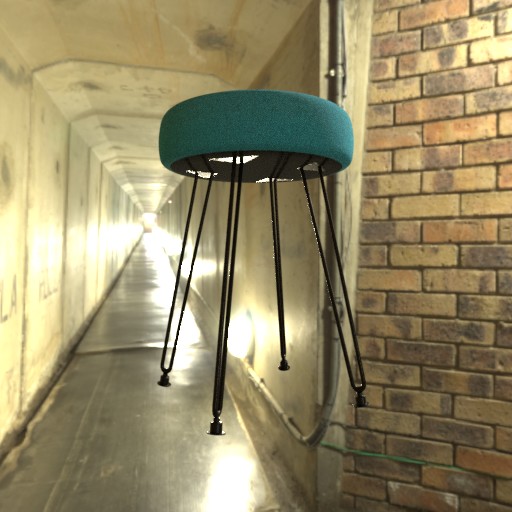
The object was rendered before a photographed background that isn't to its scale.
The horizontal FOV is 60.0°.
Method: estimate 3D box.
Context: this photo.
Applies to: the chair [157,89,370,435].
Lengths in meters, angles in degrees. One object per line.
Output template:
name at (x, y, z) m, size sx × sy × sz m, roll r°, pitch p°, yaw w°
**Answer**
chair at (0.000, 0.000, 0.700) m, size 0.350 × 0.440 × 0.350 m, roll 0°, pitch 0°, yaw 18°
